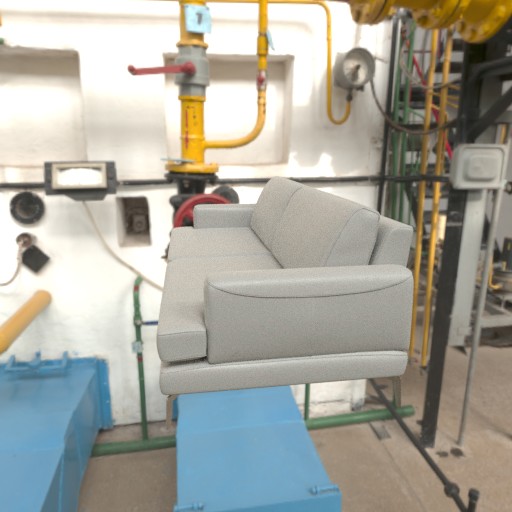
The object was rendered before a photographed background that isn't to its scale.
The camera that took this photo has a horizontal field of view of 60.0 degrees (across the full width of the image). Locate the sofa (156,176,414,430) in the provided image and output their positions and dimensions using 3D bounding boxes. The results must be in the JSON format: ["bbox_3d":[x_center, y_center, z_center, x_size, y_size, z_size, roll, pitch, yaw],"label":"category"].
[{"bbox_3d":[0.000,0.000,2.444,0.974,0.765,1.940,-2,14,-9],"label":"sofa"}]
